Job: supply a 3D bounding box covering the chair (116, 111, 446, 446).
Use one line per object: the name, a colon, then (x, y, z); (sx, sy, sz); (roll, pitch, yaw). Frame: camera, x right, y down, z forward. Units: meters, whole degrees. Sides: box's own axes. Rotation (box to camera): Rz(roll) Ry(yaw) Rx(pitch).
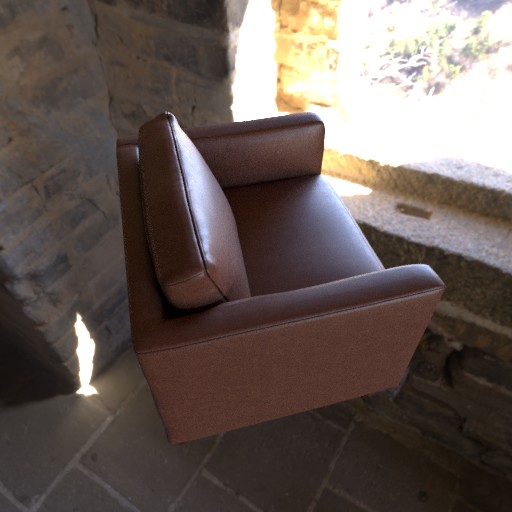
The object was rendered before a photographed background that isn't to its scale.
chair: (0.000, 0.000, 1.800); (0.959, 0.917, 1.107); (-11, 48, -10)
